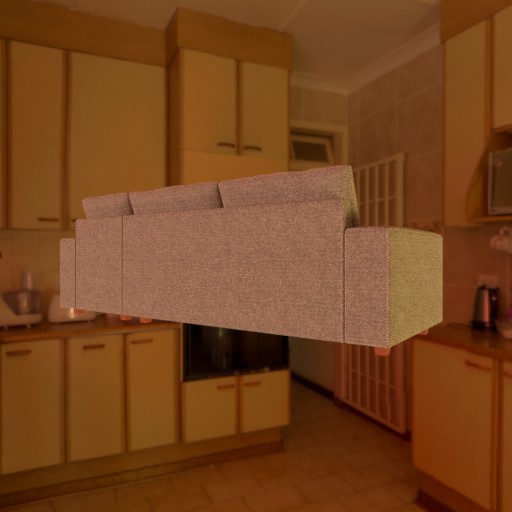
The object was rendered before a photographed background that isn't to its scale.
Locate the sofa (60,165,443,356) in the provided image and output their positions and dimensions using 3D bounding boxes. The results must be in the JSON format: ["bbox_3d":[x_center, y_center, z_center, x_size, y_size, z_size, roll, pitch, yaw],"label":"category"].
[{"bbox_3d":[0.000,0.000,3.483,2.718,0.940,1.689,0,0,36],"label":"sofa"}]
